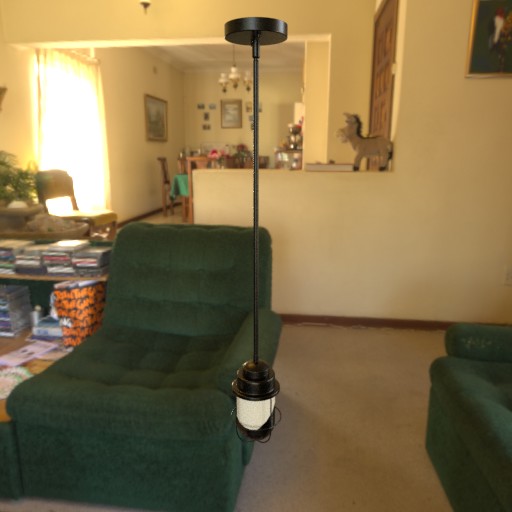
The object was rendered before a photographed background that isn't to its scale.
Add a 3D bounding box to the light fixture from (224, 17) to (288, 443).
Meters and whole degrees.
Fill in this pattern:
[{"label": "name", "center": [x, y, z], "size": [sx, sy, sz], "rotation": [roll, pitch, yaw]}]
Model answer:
[{"label": "light fixture", "center": [0.000, 0.000, 0.969], "size": [0.123, 0.920, 0.123], "rotation": [-2, 14, -9]}]
